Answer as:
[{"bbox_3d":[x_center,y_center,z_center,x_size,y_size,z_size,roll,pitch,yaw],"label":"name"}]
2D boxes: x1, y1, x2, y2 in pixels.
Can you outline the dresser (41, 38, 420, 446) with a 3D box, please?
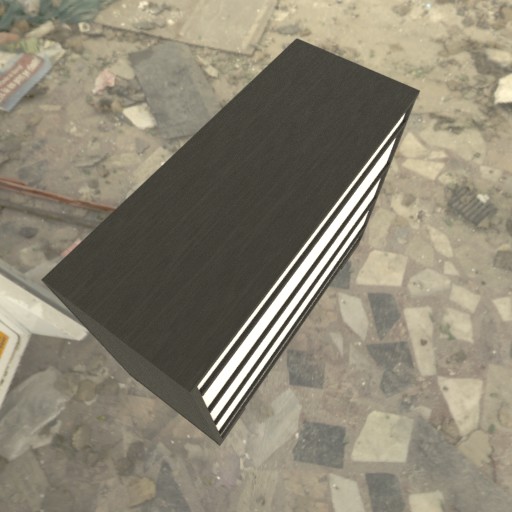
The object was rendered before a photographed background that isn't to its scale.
[{"bbox_3d":[0.000,0.000,1.426,0.404,0.816,0.994,31,65,17],"label":"dresser"}]
